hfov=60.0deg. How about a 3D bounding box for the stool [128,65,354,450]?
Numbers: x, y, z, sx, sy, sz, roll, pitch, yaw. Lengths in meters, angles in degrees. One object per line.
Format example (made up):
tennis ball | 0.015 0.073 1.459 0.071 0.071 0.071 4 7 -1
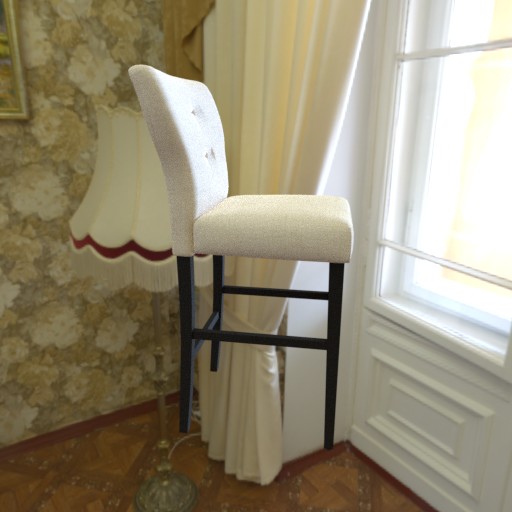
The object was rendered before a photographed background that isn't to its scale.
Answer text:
stool | 0.000 0.000 1.457 0.603 1.124 0.516 3 17 9
